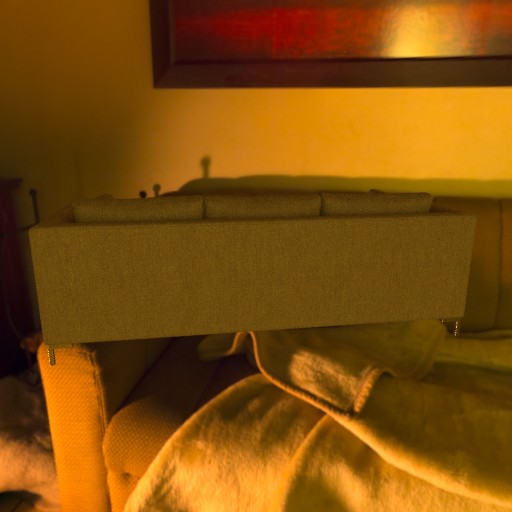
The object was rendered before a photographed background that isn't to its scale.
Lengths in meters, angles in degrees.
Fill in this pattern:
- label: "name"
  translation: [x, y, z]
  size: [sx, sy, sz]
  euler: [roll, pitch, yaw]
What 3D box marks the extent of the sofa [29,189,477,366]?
- label: "sofa"
  translation: [0.000, 0.000, 2.891]
  size: [2.415, 0.867, 0.969]
  euler: [-2, 15, -9]
